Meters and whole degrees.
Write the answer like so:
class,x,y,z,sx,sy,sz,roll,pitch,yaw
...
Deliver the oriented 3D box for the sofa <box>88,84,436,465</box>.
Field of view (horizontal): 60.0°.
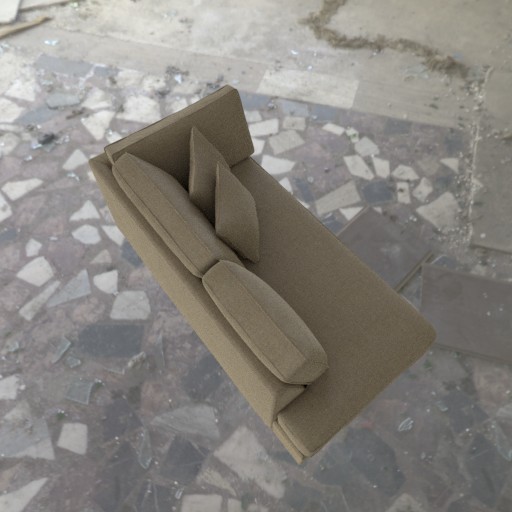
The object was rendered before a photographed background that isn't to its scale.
class,x,y,z,sx,sy,sz,roll,pitch,yaw
sofa,0.000,0.000,2.881,1.110,1.019,2.238,-33,64,-19
